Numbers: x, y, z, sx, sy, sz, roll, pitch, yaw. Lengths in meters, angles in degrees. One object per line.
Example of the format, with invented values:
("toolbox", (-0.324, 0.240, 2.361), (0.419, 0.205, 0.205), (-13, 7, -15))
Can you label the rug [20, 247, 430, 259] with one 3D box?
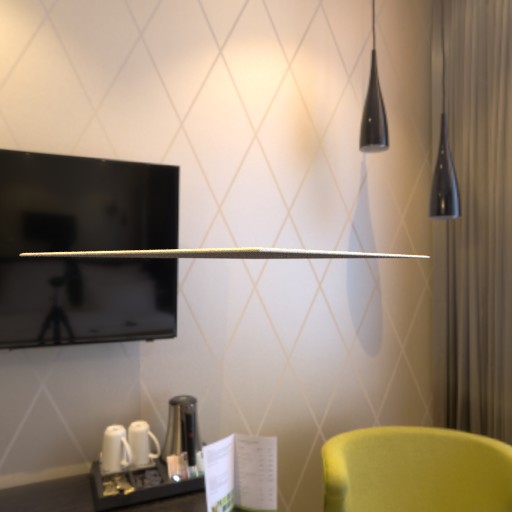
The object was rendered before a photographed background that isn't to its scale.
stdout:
("rug", (0.000, 0.000, 2.846), (1.598, 0.014, 2.202), (-1, -1, 35))
